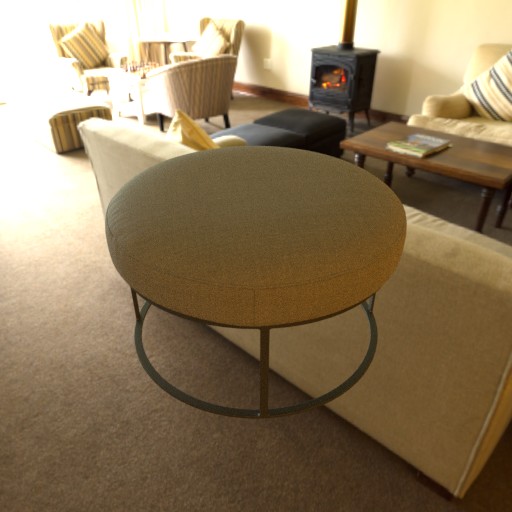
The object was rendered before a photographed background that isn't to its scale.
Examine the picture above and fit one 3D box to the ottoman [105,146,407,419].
[{"bbox_3d":[0.000,0.000,1.246,0.772,0.460,0.772,0,32,0],"label":"ottoman"}]
